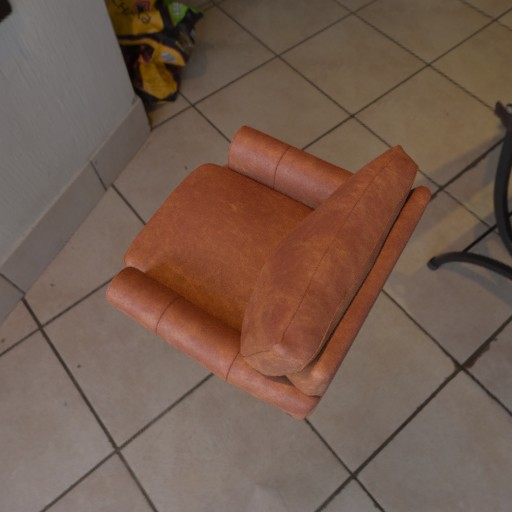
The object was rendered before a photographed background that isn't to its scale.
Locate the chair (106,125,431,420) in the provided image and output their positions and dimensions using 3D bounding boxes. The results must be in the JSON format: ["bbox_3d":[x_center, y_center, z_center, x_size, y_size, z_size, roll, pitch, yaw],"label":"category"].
[{"bbox_3d":[0.000,0.000,1.795,0.986,0.962,0.983,29,66,14],"label":"chair"}]
